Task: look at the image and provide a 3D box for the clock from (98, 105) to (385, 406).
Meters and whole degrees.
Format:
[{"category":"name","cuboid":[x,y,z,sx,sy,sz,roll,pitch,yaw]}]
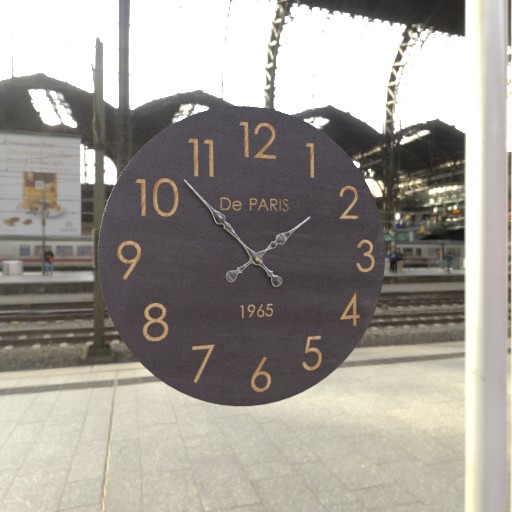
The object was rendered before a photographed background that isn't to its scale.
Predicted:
[{"category":"clock","cuboid":[0.000,0.000,0.886,0.595,0.595,0.029,0,0,-18]}]
